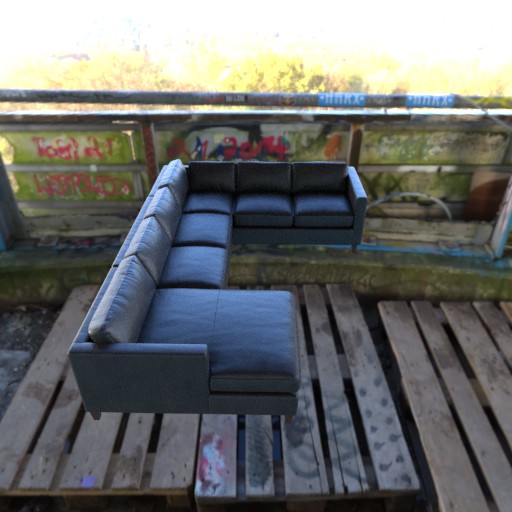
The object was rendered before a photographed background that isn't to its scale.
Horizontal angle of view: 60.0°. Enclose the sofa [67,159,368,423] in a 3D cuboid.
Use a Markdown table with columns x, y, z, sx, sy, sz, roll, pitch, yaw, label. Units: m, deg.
| x | y | z | sx | sy | sz | roll | pitch | yaw | label |
| --- | --- | --- | --- | --- | --- | --- | --- | --- | --- |
| 0.000 | 0.000 | 4.456 | 2.452 | 0.891 | 3.324 | 1 | 33 | 1 | sofa |
